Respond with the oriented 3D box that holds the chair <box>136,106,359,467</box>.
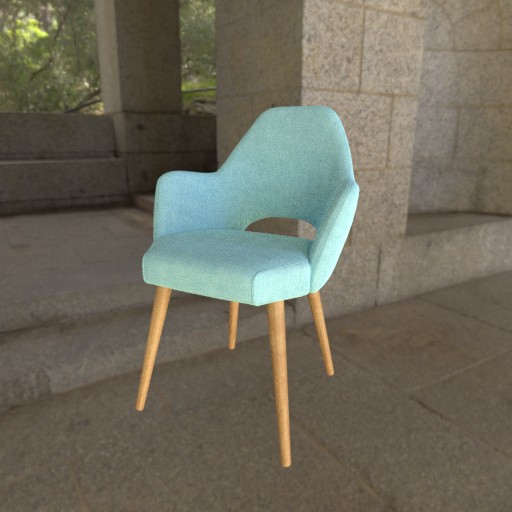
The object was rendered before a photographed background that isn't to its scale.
[{"bbox_3d":[0.000,0.000,1.273,0.590,0.840,0.610,8,18,28],"label":"chair"}]
